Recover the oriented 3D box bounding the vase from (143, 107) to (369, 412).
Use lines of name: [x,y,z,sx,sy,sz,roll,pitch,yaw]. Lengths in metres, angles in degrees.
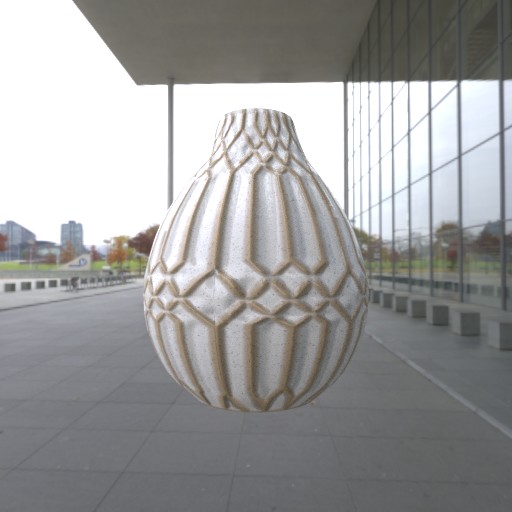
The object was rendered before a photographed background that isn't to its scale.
vase: [0.000,0.000,0.323,0.159,0.200,0.159,0,-1,0]
